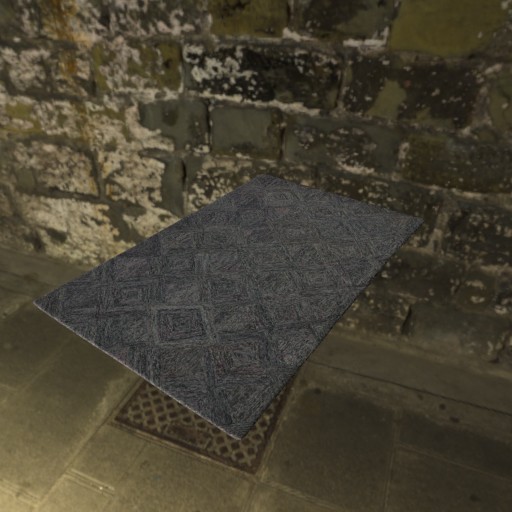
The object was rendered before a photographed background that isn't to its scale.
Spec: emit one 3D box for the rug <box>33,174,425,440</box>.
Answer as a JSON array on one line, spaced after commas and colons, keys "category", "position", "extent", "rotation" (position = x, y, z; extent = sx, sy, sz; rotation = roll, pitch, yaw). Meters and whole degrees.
[{"category": "rug", "position": [0.000, 0.000, 2.245], "extent": [1.158, 0.013, 1.752], "rotation": [22, 39, 29]}]
